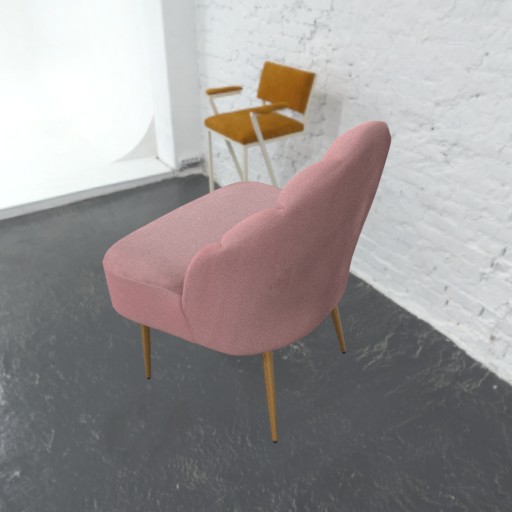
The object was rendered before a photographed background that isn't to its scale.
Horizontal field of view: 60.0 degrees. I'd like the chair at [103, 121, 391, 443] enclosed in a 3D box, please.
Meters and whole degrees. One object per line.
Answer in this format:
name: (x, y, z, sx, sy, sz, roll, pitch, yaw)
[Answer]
chair: (0.000, 0.000, 1.235, 0.599, 0.819, 0.657, 20, 37, 30)
